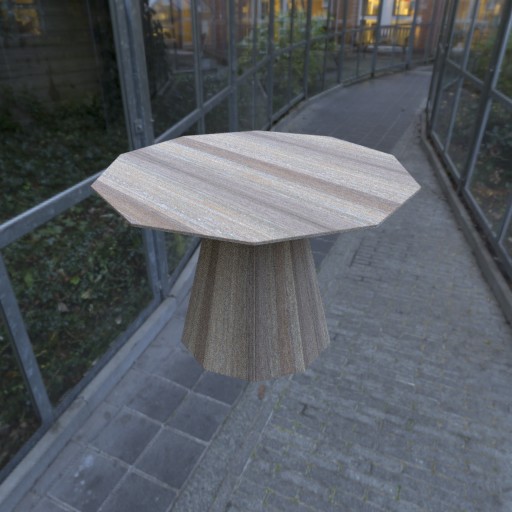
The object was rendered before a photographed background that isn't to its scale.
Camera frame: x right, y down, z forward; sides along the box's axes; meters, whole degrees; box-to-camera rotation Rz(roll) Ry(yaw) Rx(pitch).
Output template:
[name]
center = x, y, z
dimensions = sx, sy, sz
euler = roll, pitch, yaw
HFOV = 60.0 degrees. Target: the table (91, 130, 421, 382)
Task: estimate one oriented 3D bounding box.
[table]
center = 0.000, 0.000, 1.858
dimensions = 1.186, 0.752, 1.186
euler = 0, 29, 0
